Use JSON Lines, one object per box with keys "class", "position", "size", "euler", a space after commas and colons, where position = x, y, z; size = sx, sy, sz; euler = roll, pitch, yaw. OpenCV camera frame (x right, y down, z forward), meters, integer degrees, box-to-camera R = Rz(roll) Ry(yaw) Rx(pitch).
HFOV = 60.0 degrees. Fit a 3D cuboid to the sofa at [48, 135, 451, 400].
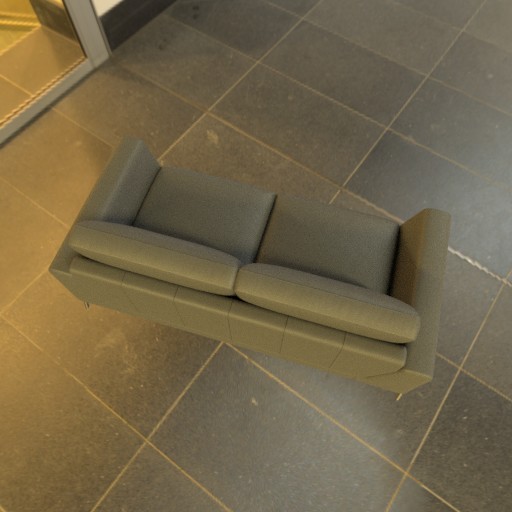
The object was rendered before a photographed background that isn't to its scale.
{"class": "sofa", "position": [0.000, 0.000, 2.535], "size": [2.017, 0.875, 0.953], "euler": [15, 65, 7]}
